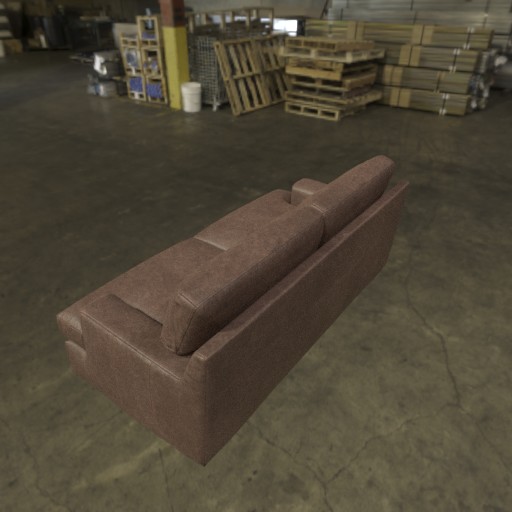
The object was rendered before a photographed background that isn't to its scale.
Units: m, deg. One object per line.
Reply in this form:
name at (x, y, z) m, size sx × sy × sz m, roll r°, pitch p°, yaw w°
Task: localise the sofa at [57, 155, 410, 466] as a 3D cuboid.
sofa at (0.000, 0.000, 2.824) m, size 1.143 × 0.941 × 2.261 m, roll 21°, pitch 37°, yaw 30°
